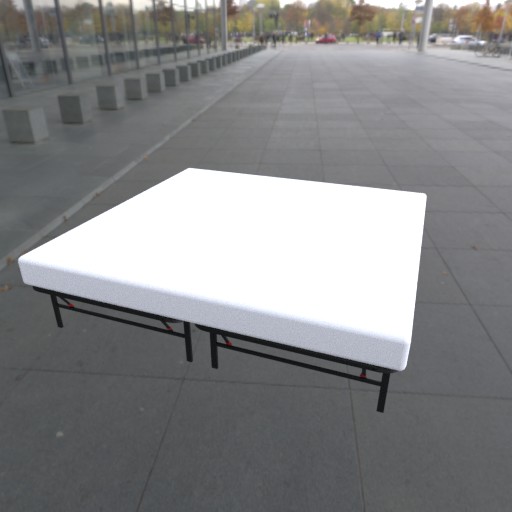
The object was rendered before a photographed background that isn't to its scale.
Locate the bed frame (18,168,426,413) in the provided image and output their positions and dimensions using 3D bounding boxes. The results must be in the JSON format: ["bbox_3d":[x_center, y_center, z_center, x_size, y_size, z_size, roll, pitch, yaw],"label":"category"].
[{"bbox_3d":[0.000,0.000,2.980,2.033,0.525,1.935,10,28,18],"label":"bed frame"}]
